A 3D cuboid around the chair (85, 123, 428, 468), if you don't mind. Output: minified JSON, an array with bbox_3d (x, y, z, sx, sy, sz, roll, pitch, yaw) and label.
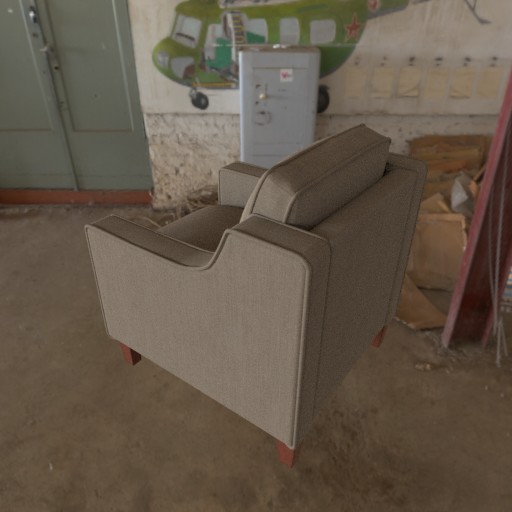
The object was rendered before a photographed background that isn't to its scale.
[{"bbox_3d":[0.000,0.000,1.675,0.909,0.960,0.831,21,37,31],"label":"chair"}]
